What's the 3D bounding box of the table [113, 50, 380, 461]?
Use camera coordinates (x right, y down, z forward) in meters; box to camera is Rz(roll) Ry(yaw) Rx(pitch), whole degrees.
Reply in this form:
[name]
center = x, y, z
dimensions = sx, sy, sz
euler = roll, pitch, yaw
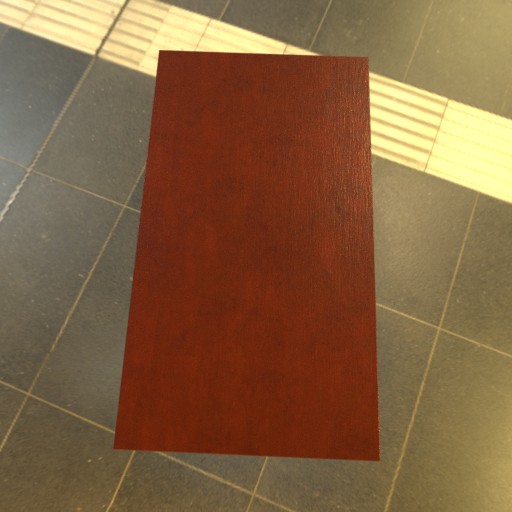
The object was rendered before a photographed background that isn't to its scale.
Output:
[table]
center = 0.000, 0.000, 1.220
dimensions = 0.533, 0.456, 0.943
euler = 2, 75, 1
